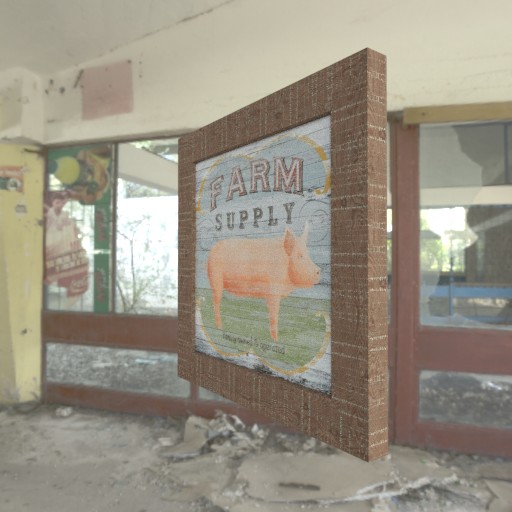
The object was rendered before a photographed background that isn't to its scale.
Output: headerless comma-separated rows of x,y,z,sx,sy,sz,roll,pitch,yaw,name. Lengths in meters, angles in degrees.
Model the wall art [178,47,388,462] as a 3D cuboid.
0.000,0.000,0.790,0.040,0.531,0.531,1,-1,-37,wall art
